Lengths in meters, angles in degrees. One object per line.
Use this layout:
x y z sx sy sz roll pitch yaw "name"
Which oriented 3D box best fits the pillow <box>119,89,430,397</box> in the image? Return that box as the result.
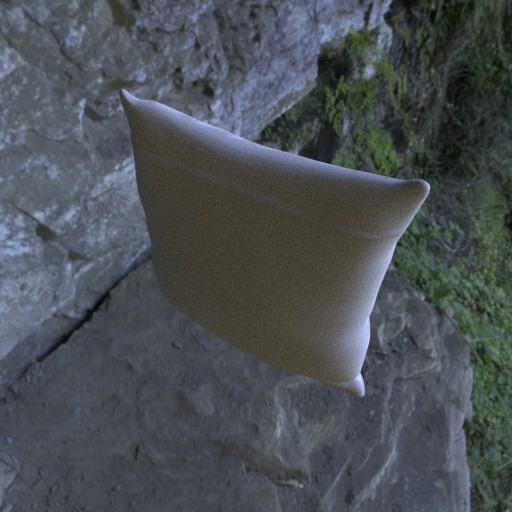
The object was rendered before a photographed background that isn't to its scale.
0.000 0.000 0.682 0.440 0.441 0.182 24 51 21 "pillow"
